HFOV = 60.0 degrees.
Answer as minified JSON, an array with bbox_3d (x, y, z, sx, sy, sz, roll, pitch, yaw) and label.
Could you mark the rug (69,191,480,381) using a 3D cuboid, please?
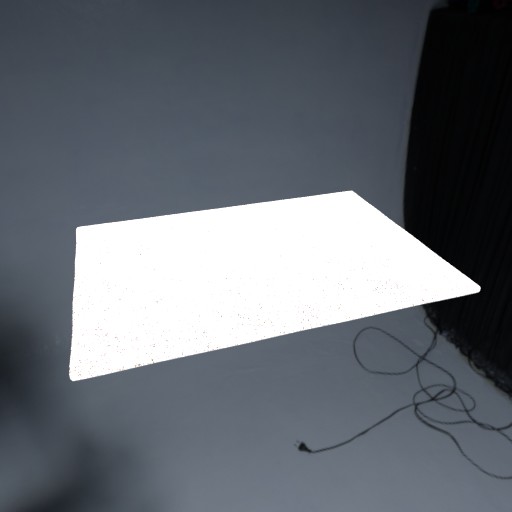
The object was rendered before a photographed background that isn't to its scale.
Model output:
[{"bbox_3d":[0.000,0.000,2.292,1.778,0.030,1.219,-9,32,-15],"label":"rug"}]
